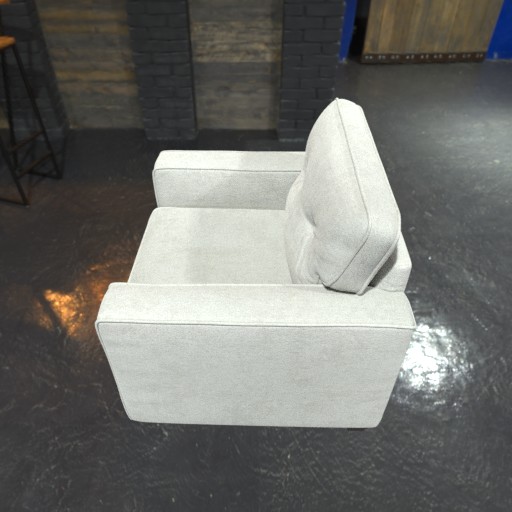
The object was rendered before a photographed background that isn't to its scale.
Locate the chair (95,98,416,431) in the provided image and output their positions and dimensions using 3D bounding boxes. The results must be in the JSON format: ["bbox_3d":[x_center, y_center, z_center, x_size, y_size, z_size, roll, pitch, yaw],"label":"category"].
[{"bbox_3d":[0.000,0.000,1.724,0.939,0.965,1.015,1,42,1],"label":"chair"}]
